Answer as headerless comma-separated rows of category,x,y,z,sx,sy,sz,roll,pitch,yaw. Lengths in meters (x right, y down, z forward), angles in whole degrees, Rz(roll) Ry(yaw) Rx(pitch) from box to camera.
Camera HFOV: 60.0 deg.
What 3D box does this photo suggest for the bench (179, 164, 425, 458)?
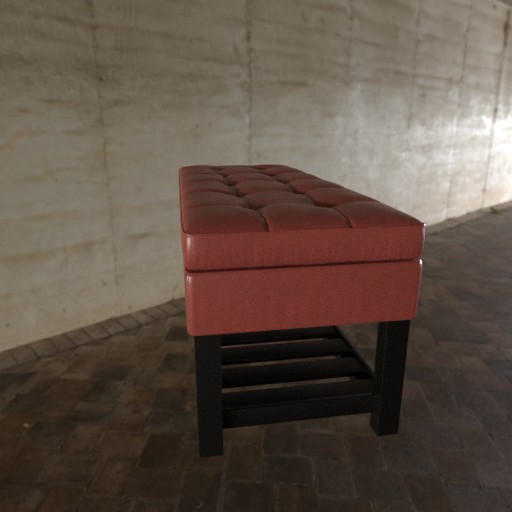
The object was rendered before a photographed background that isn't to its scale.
bench,0.000,0.000,1.314,0.432,0.460,1.105,-3,17,-9
